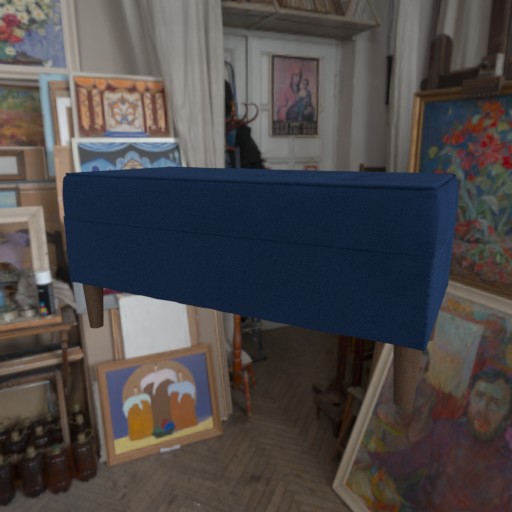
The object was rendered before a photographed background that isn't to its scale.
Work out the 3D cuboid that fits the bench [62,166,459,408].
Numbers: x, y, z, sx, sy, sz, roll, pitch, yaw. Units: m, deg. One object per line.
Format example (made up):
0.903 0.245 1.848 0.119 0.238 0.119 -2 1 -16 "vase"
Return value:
0.000 0.000 1.268 1.010 0.467 0.489 7 16 27 "bench"
